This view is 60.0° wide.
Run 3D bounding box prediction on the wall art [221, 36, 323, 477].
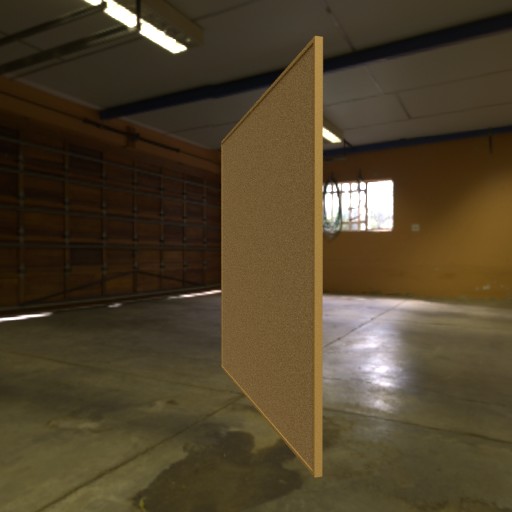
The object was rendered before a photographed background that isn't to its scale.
[{"bbox_3d":[0.000,0.000,0.974,0.014,0.655,0.657,0,0,-17],"label":"wall art"}]
